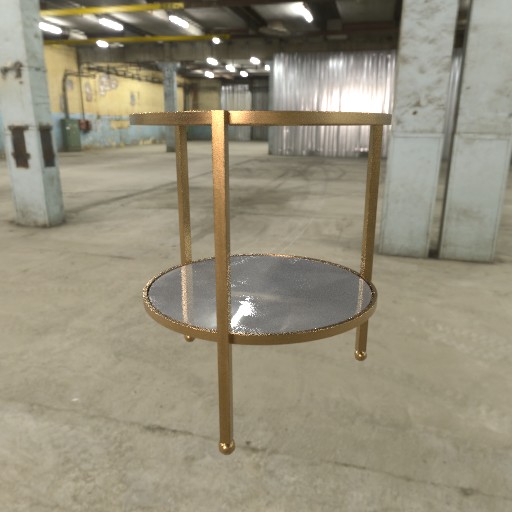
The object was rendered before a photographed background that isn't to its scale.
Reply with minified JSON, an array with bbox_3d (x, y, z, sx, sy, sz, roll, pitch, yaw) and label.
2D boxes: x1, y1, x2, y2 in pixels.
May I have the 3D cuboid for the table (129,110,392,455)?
[{"bbox_3d":[0.000,0.000,0.446,0.243,0.269,0.231,15,22,41],"label":"table"}]
